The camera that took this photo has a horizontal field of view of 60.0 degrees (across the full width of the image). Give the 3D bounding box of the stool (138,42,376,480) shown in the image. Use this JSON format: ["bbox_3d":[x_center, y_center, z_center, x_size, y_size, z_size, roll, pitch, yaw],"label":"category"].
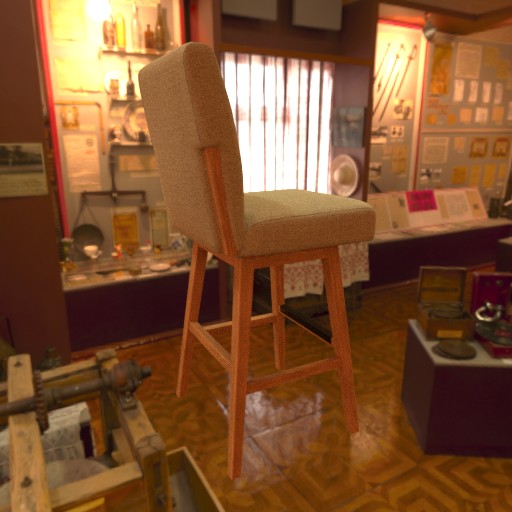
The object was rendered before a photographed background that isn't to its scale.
[{"bbox_3d":[0.000,0.000,1.365,0.569,1.106,0.483,-8,17,-27],"label":"stool"}]
